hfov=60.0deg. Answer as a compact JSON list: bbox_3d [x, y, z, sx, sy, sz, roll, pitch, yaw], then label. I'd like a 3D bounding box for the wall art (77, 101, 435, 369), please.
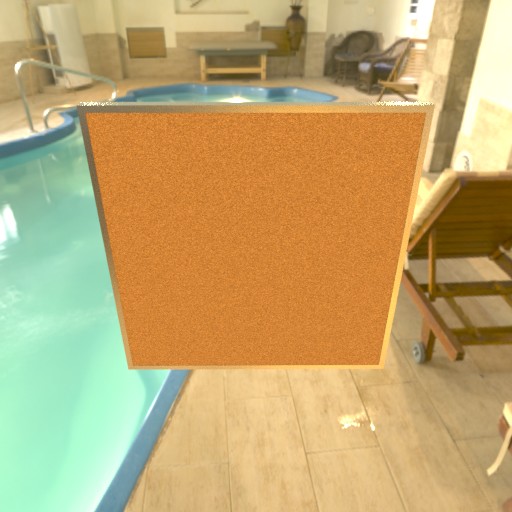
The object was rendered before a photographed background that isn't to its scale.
[{"bbox_3d":[0.000,0.000,1.216,0.806,0.806,0.038,0,30,0],"label":"wall art"}]
